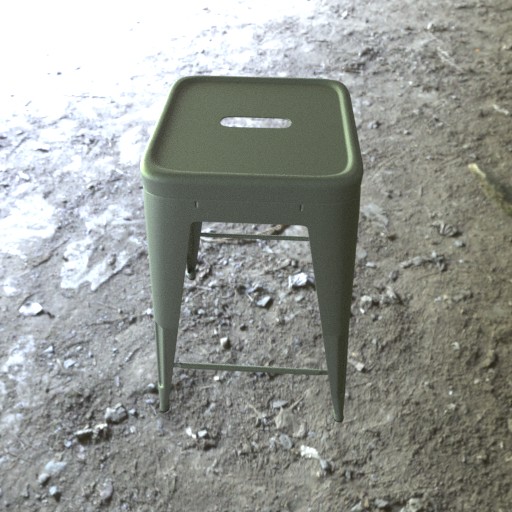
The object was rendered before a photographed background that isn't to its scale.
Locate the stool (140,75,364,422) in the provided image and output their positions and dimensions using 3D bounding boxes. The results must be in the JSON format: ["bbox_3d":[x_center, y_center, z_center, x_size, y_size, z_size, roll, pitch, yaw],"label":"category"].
[{"bbox_3d":[0.000,0.000,0.899,0.410,0.608,0.410,2,47,2],"label":"stool"}]
